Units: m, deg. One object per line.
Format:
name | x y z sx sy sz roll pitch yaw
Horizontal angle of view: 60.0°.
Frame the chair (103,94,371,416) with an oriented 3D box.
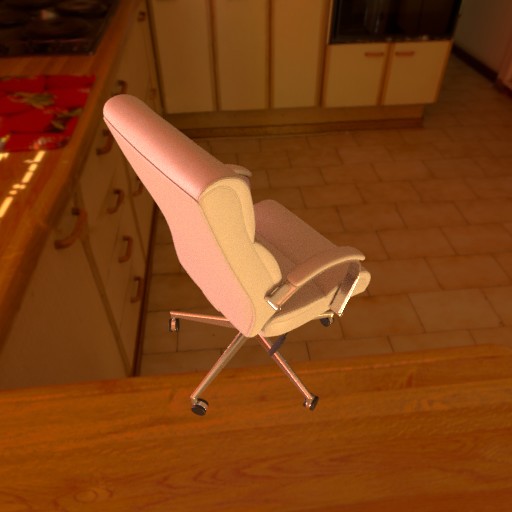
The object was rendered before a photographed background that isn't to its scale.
chair | 0.000 0.000 1.561 0.745 1.099 0.727 -26 48 -26
